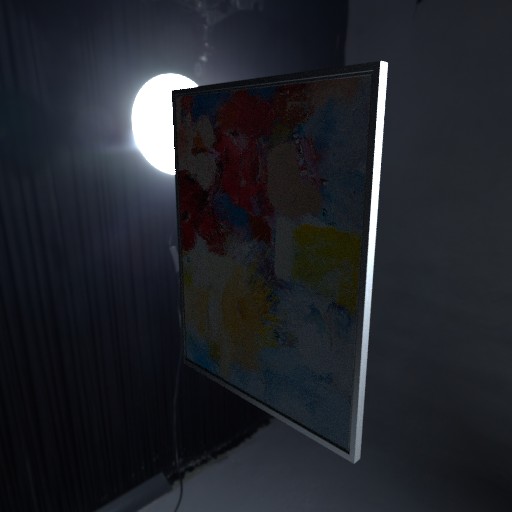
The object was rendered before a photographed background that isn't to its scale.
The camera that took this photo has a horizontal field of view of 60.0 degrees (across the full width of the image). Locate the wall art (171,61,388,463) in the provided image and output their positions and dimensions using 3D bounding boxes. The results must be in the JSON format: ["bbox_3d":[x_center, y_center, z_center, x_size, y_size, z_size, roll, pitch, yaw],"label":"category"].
[{"bbox_3d":[0.000,0.000,1.401,0.030,1.046,0.816,-14,20,-43],"label":"wall art"}]
